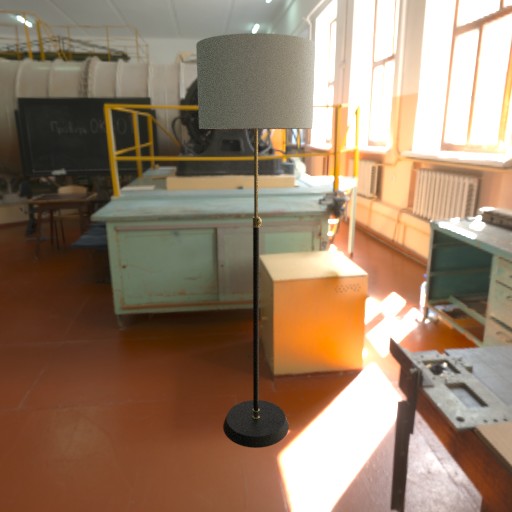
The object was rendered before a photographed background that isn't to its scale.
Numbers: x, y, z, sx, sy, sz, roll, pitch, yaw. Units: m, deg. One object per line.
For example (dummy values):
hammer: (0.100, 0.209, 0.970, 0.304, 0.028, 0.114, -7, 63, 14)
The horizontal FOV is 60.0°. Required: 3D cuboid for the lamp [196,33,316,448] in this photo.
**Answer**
lamp: (0.000, 0.000, 1.709, 0.404, 1.517, 0.404, 8, 18, 27)
